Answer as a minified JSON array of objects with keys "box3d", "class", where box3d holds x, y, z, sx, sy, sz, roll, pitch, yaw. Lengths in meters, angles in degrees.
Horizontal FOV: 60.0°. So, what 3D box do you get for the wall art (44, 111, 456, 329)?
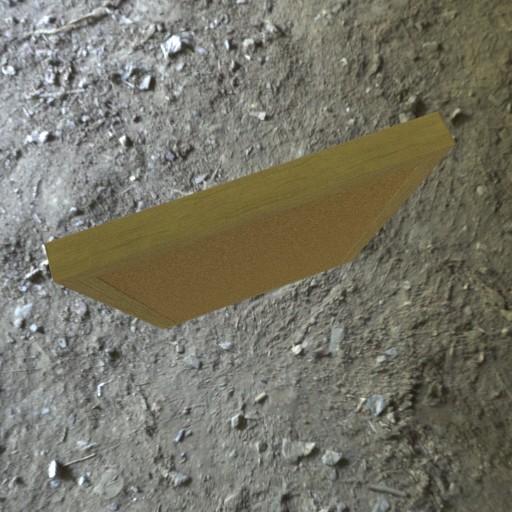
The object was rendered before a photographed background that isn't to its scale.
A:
[{"box3d":[0.000,0.000,0.510,0.312,0.380,0.030,-19,76,-5],"class":"wall art"}]
